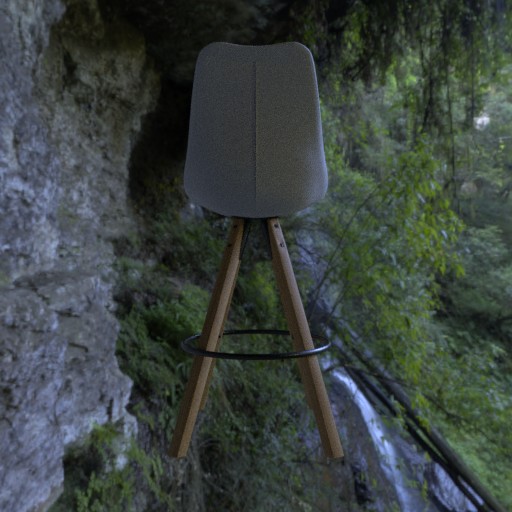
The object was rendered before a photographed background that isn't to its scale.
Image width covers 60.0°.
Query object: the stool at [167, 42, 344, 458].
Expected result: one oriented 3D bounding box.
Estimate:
[{"bbox_3d":[0.000,0.000,1.419,0.484,1.115,0.550,0,-1,0],"label":"stool"}]
